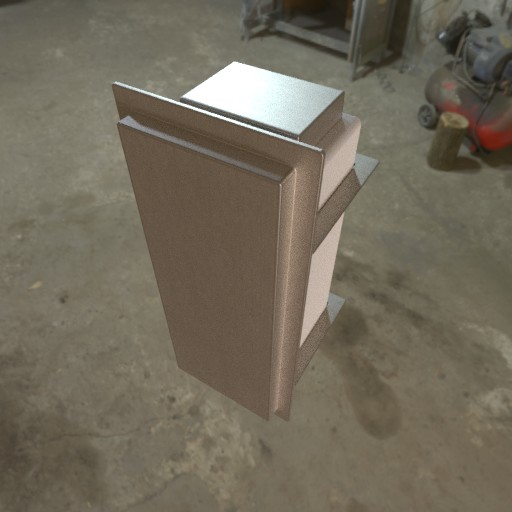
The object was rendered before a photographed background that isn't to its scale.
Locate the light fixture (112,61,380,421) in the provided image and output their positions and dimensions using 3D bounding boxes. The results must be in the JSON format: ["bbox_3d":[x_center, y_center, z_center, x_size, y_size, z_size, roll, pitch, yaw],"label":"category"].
[{"bbox_3d":[0.000,0.000,0.461,0.168,0.380,0.160,24,51,21],"label":"light fixture"}]
